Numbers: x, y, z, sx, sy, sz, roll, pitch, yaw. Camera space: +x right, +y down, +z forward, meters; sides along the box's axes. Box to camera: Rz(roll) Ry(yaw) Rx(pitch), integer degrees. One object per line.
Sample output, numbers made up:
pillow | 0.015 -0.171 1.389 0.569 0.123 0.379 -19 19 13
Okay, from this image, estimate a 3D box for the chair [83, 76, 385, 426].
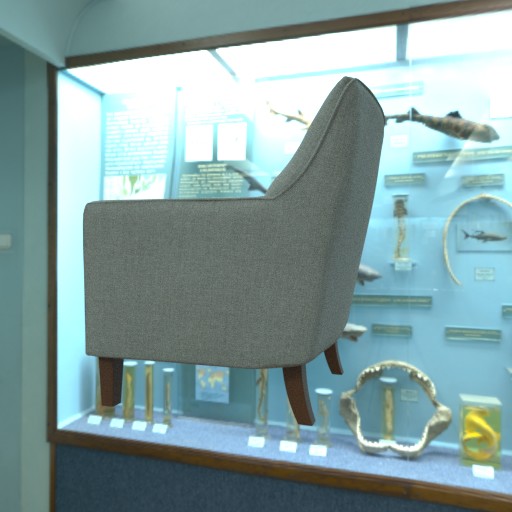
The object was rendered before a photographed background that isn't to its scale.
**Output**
chair | 0.000 0.000 1.774 0.993 1.047 0.887 0 0 19
